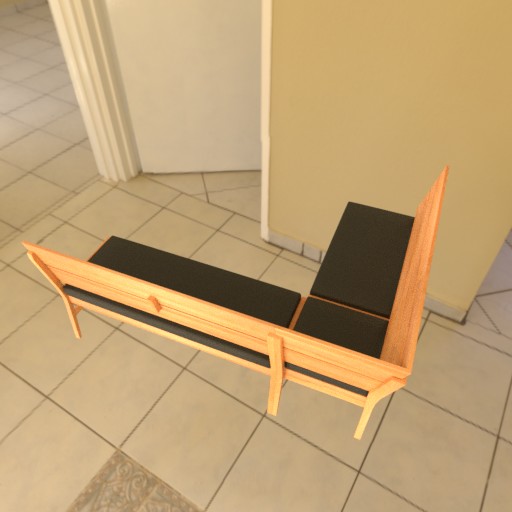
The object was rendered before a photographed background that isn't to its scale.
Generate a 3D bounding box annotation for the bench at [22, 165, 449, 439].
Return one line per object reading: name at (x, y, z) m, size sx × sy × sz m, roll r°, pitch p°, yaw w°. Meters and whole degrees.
bench at (0.000, 0.000, 2.808) m, size 1.948 × 0.890 × 1.548 m, roll 16°, pitch 48°, yaw 16°
